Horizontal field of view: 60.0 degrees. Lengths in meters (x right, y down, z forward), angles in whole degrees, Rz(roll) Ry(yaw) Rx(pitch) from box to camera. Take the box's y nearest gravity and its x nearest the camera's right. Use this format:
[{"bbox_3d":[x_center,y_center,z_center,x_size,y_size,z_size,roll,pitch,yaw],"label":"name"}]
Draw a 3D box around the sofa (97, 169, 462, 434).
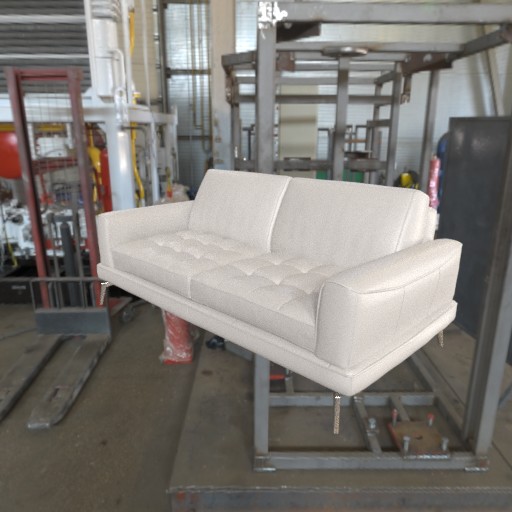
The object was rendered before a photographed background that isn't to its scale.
[{"bbox_3d":[0.000,0.000,2.766,2.177,0.930,1.121,15,22,42],"label":"sofa"}]
